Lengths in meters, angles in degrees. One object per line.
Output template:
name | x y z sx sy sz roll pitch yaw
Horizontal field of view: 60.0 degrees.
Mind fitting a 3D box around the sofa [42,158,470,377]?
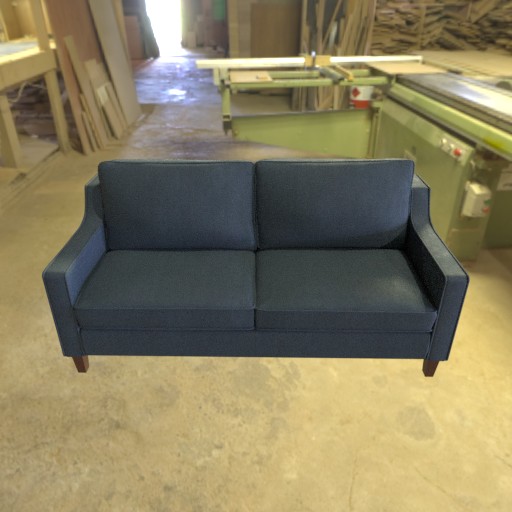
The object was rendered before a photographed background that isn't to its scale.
sofa | 0.000 0.000 2.757 2.178 1.071 1.066 0 30 1
